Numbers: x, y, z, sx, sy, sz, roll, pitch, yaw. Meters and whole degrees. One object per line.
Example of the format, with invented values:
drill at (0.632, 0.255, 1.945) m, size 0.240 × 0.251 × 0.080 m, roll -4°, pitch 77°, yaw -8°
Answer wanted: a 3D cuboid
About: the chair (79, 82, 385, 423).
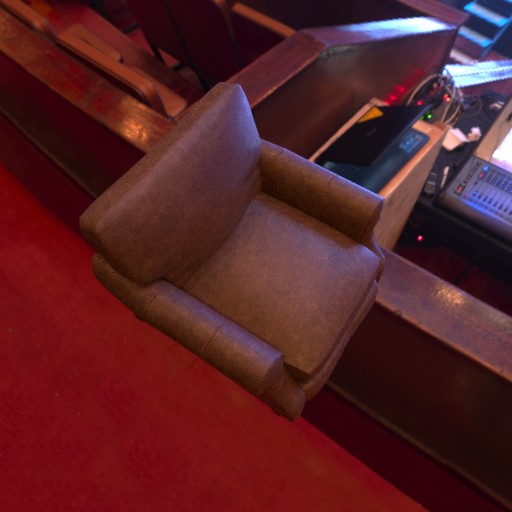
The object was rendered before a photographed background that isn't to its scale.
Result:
chair at (0.000, 0.000, 1.858) m, size 1.002 × 0.976 × 0.996 m, roll 30°, pitch 63°, yaw 17°
